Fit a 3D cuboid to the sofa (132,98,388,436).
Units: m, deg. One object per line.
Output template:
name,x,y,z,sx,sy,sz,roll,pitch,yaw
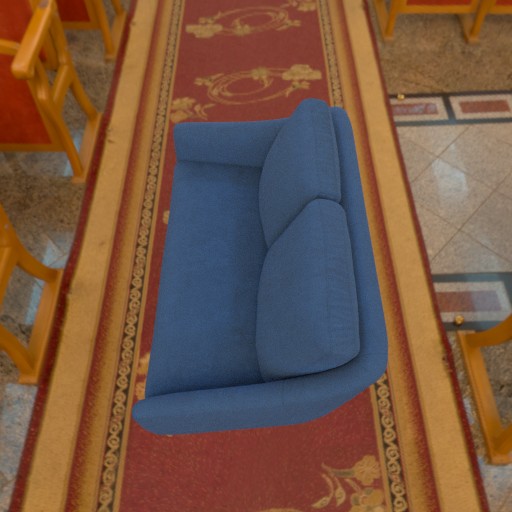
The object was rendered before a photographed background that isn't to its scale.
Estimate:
sofa,0.000,0.000,2.190,0.960,0.902,1.619,0,58,0
